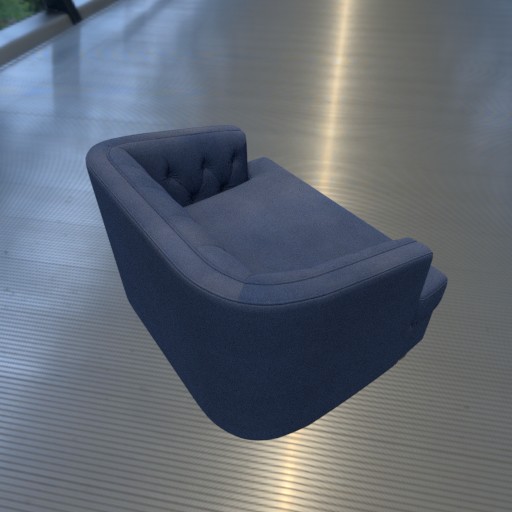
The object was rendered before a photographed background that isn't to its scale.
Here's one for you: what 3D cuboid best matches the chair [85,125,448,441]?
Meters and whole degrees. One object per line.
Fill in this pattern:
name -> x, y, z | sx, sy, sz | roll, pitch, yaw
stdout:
chair -> 0.000, 0.000, 1.721 | 0.914, 0.787, 1.118 | -25, 46, -26
